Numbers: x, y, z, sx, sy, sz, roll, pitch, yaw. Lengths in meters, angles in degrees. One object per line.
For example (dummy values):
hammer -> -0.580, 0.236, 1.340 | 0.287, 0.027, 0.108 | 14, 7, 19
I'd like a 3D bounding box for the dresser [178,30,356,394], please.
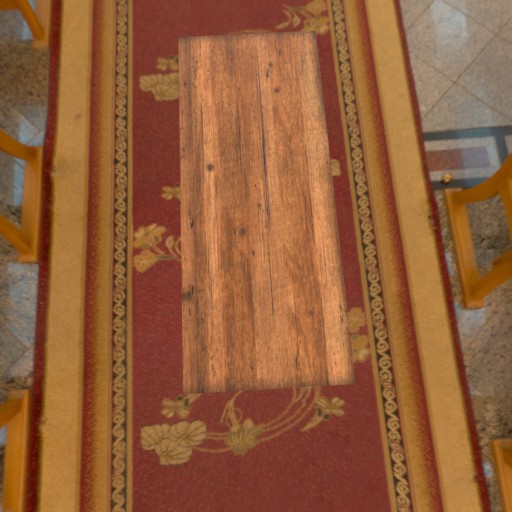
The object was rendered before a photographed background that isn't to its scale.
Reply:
dresser -> 0.000, 0.000, 1.899 | 0.438, 1.359, 1.067 | -3, 74, -1
